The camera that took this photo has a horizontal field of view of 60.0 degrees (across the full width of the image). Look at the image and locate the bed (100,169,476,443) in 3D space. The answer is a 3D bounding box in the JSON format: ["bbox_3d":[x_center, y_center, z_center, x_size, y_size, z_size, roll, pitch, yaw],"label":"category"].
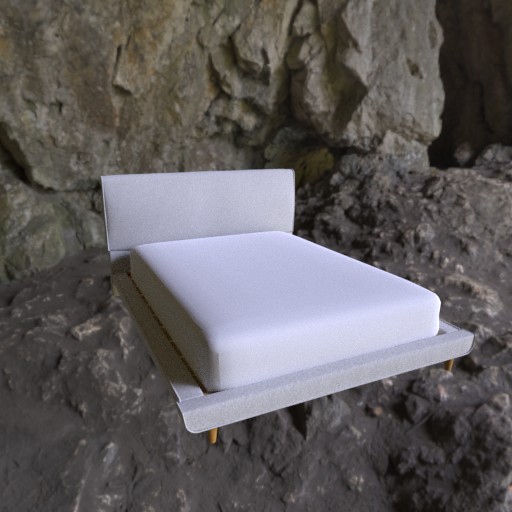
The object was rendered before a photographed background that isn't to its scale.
[{"bbox_3d":[0.000,0.000,3.251,1.840,1.067,2.368,-7,17,-24],"label":"bed"}]
